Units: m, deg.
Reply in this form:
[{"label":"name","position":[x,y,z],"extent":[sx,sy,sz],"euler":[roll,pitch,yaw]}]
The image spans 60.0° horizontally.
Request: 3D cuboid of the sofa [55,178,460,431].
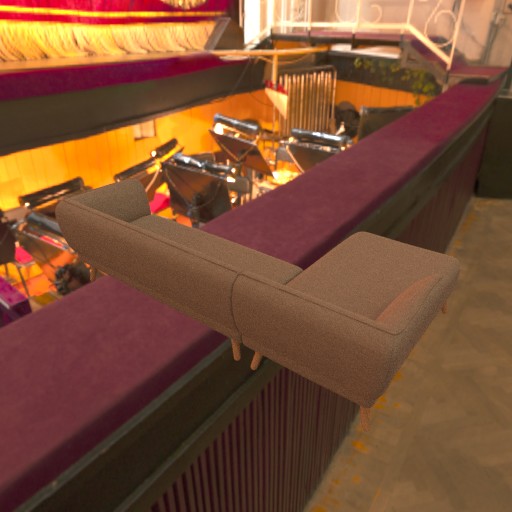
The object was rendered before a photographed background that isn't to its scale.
[{"label":"sofa","position":[0.000,0.000,3.237],"extent":[2.653,0.693,1.532],"euler":[20,35,32]}]
